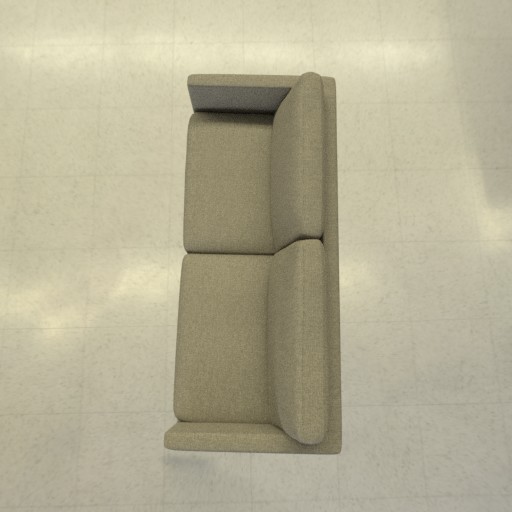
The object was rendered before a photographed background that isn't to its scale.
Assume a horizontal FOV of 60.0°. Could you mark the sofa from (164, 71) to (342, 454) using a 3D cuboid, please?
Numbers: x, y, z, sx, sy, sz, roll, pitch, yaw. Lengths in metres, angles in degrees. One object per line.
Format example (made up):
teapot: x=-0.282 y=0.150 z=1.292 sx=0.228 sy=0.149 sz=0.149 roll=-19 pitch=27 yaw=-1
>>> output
sofa: x=0.000 y=0.000 z=2.776 sx=0.956 sy=0.960 sz=2.208 roll=1 pitch=78 yaw=0
